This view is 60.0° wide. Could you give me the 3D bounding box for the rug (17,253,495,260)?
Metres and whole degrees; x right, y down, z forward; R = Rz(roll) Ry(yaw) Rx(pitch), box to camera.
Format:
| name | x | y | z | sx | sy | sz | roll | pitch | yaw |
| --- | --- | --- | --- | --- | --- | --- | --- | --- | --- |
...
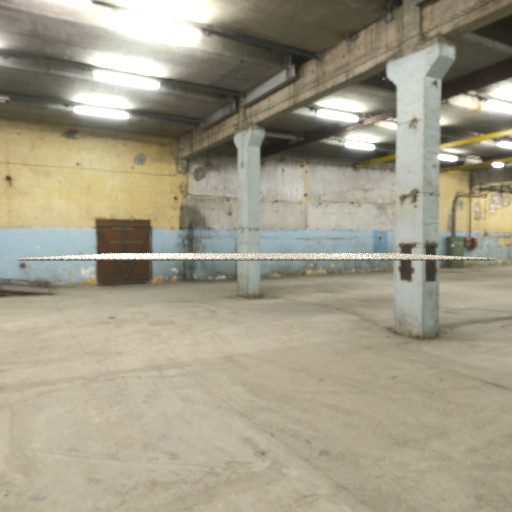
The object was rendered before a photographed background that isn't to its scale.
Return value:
| name | x | y | z | sx | sy | sz | roll | pitch | yaw |
| --- | --- | --- | --- | --- | --- | --- | --- | --- | --- |
| rug | 0.000 | 0.000 | 2.169 | 1.752 | 0.008 | 1.144 | 0 | 1 | -1 |
